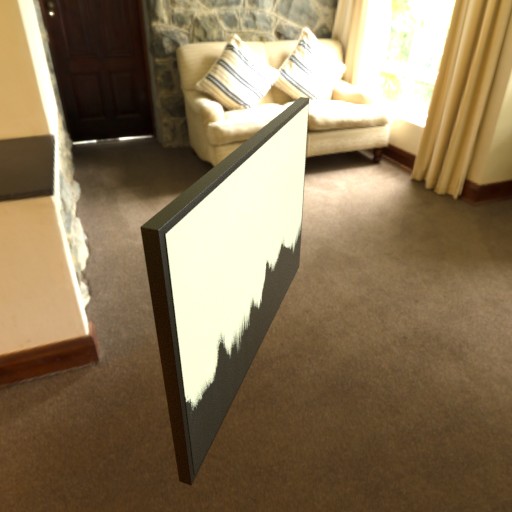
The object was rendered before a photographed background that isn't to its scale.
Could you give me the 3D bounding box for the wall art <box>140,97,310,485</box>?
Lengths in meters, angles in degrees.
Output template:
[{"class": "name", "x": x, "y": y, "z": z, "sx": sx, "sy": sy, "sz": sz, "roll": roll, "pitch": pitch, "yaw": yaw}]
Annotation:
[{"class": "wall art", "x": 0.000, "y": 0.000, "z": 0.835, "sx": 0.022, "sy": 0.446, "sz": 0.659, "roll": 10, "pitch": 33, "yaw": 16}]
